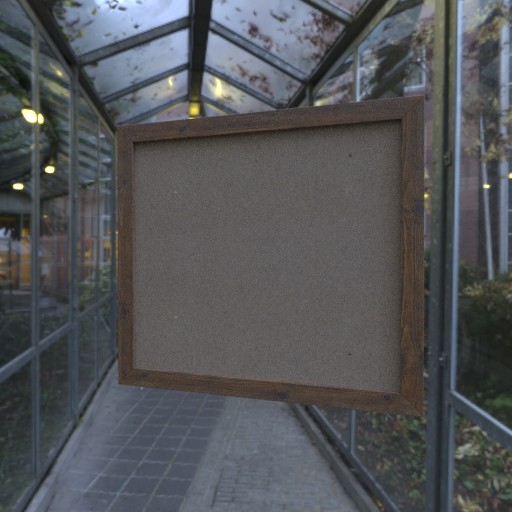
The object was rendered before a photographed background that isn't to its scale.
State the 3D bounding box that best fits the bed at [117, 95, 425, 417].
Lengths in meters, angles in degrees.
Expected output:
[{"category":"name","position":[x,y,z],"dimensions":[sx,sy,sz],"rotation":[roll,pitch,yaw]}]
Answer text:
[{"category":"bed","position":[0.000,0.000,1.477],"dimensions":[1.046,0.942,0.046],"rotation":[0,1,18]}]
